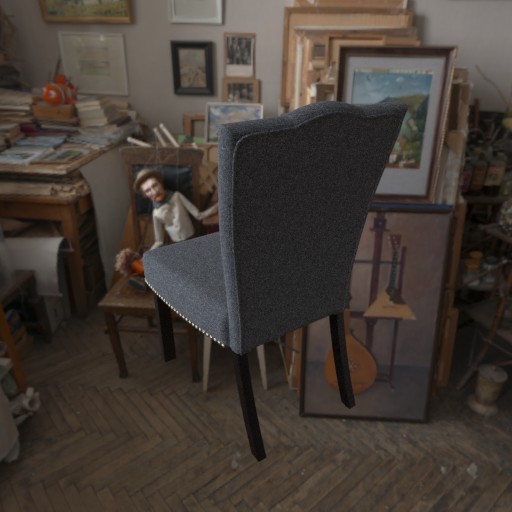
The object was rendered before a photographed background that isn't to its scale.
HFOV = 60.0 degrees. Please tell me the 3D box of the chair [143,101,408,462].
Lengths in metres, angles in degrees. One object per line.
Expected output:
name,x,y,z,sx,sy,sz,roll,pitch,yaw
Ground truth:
chair,0.000,0.000,1.318,0.518,0.946,0.589,-17,33,-29
